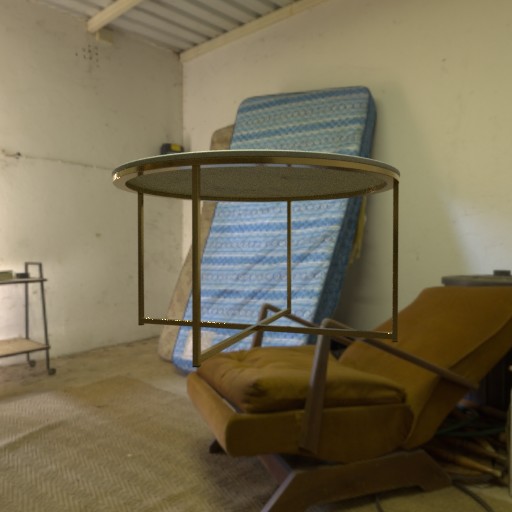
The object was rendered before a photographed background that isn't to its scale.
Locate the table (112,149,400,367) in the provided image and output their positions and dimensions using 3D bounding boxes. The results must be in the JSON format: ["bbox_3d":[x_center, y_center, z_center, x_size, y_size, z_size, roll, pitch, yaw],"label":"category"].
[{"bbox_3d":[0.000,0.000,1.298,0.800,0.450,0.800,0,1,0],"label":"table"}]
